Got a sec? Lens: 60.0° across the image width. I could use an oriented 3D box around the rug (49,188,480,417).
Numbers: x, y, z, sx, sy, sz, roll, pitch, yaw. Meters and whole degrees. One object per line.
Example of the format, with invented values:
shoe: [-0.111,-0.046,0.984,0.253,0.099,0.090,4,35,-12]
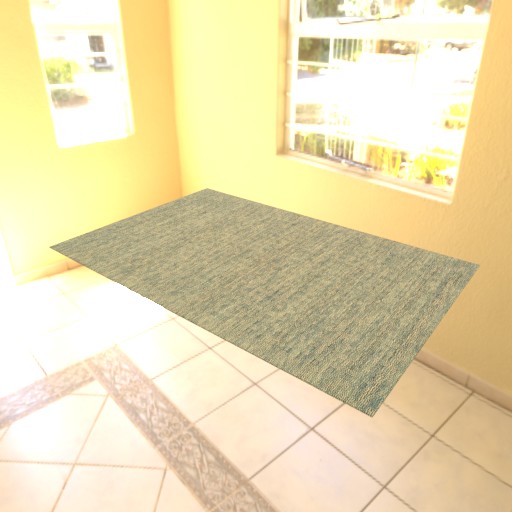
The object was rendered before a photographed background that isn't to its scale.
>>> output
rug: [0.000,0.000,2.146,1.752,0.006,1.142,20,34,33]
